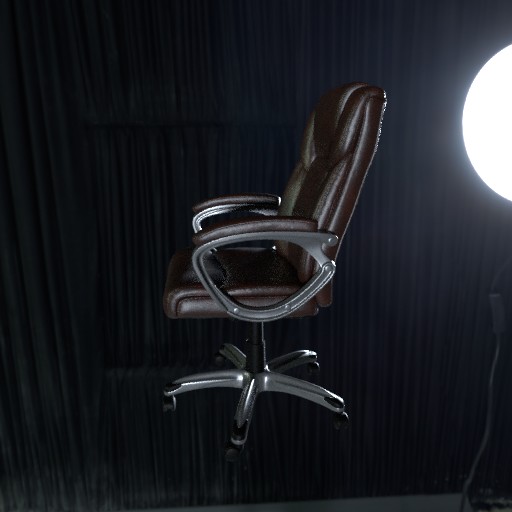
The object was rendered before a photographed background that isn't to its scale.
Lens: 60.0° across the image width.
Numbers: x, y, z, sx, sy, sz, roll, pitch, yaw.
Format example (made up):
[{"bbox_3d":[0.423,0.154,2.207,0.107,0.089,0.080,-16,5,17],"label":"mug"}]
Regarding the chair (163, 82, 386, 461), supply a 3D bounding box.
[{"bbox_3d":[0.000,0.000,1.547,0.692,1.128,0.656,-2,14,-8],"label":"chair"}]
